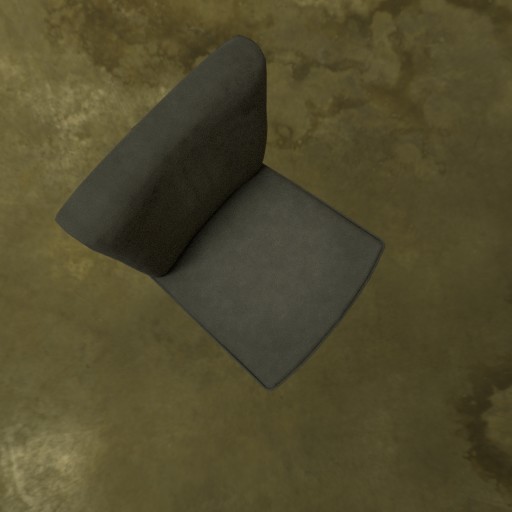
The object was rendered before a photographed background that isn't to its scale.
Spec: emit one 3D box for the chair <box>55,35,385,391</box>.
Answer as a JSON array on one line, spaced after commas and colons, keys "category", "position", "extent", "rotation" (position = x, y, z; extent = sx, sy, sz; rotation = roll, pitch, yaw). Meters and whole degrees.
[{"category": "chair", "position": [0.000, 0.000, 1.179], "extent": [0.554, 0.806, 0.521], "rotation": [38, 78, 9]}]
